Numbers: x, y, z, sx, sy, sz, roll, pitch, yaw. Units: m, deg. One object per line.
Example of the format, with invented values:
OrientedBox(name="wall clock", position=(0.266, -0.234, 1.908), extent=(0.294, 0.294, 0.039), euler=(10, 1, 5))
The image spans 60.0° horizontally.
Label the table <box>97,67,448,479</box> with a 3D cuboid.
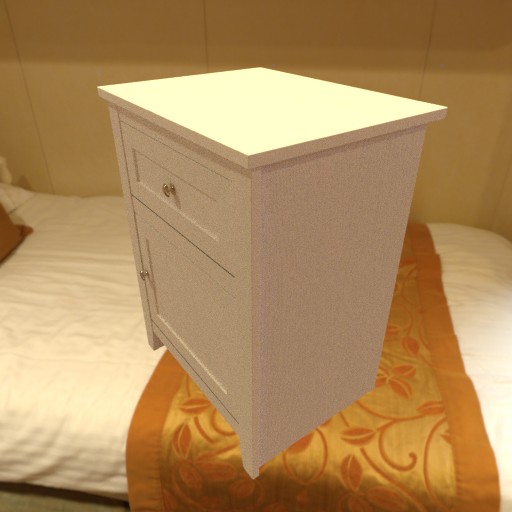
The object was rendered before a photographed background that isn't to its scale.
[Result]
OrientedBox(name="table", position=(0.000, 0.000, 0.916), extent=(0.381, 0.635, 0.480), euler=(-21, 37, -30))
